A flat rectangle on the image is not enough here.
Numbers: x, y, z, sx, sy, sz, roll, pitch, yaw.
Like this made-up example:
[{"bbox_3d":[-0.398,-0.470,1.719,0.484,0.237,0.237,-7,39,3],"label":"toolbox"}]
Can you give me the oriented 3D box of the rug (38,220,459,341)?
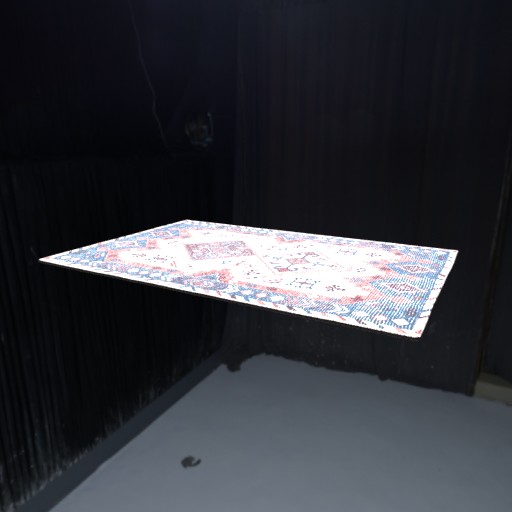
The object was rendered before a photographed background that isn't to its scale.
[{"bbox_3d":[0.000,0.000,2.310,1.840,0.015,1.225,8,18,28],"label":"rug"}]
